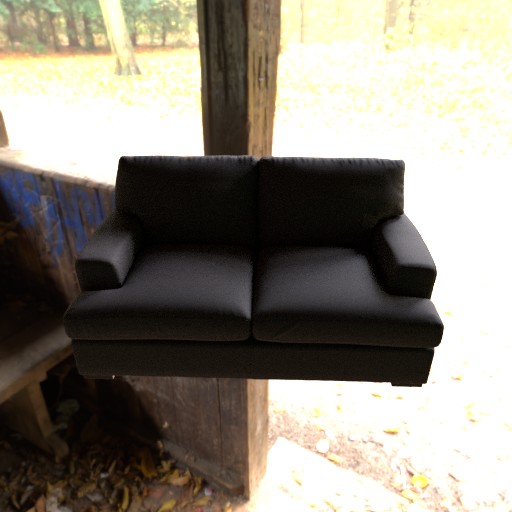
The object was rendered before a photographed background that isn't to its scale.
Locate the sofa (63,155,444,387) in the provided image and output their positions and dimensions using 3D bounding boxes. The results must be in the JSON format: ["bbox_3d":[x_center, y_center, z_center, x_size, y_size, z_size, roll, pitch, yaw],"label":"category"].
[{"bbox_3d":[0.000,0.000,2.540,1.880,0.940,1.143,1,29,2],"label":"sofa"}]
